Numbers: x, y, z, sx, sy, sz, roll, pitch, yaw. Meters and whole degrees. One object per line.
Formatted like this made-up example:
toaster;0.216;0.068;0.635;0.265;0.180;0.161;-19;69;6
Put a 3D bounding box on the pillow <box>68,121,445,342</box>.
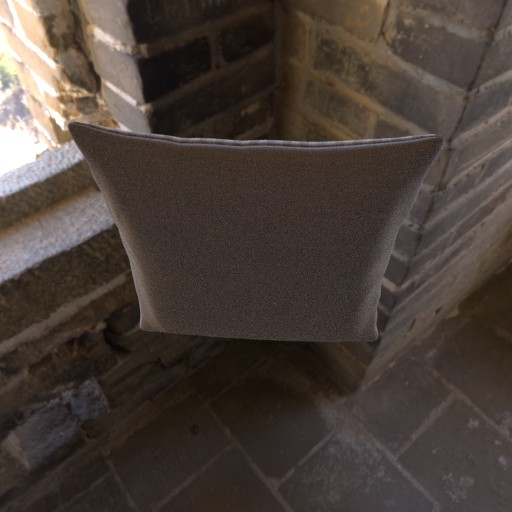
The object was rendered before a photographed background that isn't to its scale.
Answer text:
pillow;0.000;0.000;0.789;0.523;0.510;0.166;3;47;3
